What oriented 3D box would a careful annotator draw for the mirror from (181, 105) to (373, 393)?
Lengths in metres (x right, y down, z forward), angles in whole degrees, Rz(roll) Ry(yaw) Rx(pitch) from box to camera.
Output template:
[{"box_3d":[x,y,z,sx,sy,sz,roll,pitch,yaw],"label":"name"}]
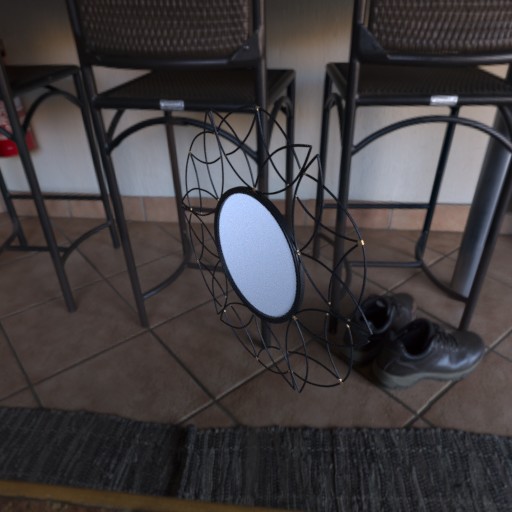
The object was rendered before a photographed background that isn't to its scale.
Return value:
[{"box_3d":[0.000,0.000,1.183,0.028,0.775,0.797,-22,38,-31],"label":"mirror"}]
